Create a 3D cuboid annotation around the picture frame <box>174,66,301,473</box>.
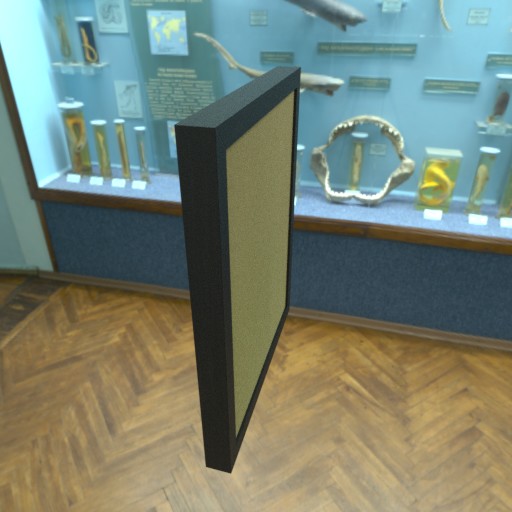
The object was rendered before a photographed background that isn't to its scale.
[{"bbox_3d":[0.000,0.000,0.770,0.044,0.555,0.452,8,31,14],"label":"picture frame"}]
